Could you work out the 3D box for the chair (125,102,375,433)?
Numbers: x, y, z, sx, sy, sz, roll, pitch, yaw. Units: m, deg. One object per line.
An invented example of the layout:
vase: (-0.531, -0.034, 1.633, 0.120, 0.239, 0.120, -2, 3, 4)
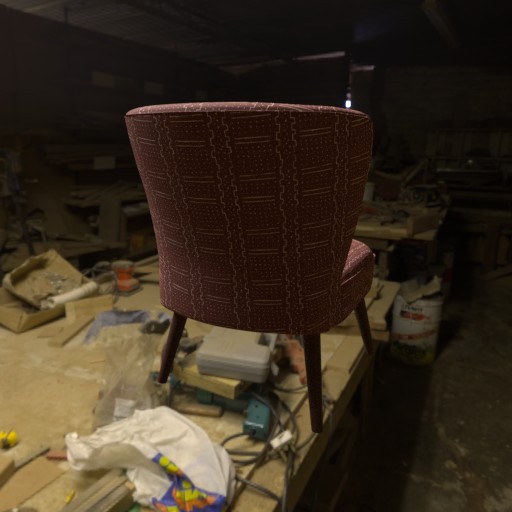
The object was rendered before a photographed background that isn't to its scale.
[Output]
chair: (0.000, 0.000, 1.391, 0.706, 0.866, 0.758, 8, 17, 27)
